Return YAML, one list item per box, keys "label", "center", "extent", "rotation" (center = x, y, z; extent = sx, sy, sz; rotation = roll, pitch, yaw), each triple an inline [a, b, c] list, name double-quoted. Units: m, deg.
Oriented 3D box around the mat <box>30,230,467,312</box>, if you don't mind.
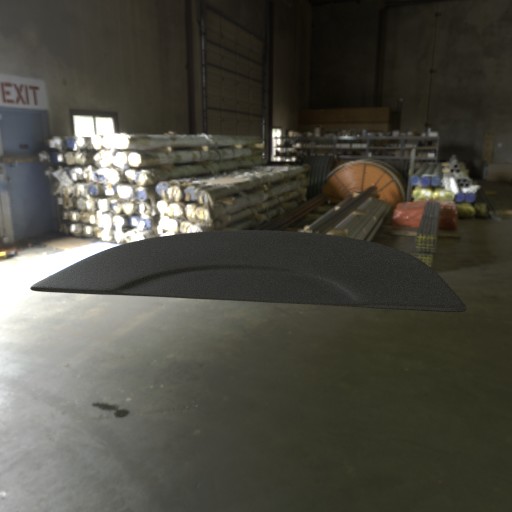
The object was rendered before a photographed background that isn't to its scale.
- label: "mat"
  center: [0.000, 0.000, 1.630]
  extent: [1.220, 0.016, 0.917]
  rotation: [2, 15, 8]
